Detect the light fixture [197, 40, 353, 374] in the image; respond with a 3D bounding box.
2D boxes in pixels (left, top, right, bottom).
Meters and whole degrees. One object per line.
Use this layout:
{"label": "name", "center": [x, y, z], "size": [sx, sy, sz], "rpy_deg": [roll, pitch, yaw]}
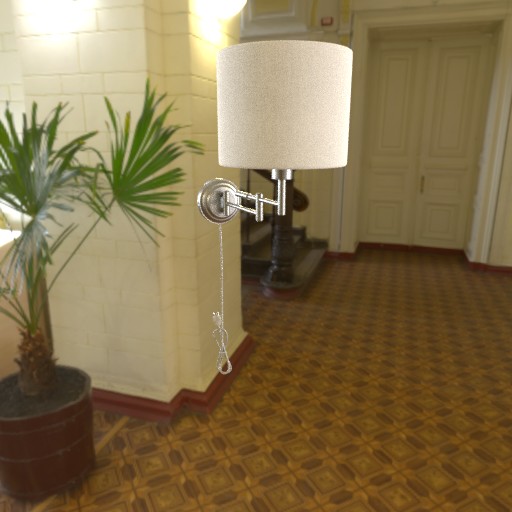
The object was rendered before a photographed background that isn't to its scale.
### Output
{"label": "light fixture", "center": [0.000, 0.000, 1.040], "size": [0.253, 0.842, 0.479], "rpy_deg": [-8, 17, -27]}
